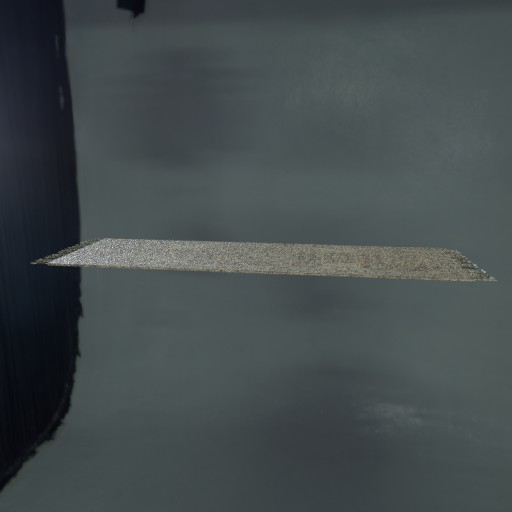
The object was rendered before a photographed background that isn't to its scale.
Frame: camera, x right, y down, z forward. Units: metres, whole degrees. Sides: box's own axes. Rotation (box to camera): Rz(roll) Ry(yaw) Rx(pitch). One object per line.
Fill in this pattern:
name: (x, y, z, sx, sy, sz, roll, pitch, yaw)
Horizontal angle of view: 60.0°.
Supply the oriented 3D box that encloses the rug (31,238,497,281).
rug: (0.000, 0.000, 2.859, 2.664, 0.011, 0.762, 2, 14, 8)
